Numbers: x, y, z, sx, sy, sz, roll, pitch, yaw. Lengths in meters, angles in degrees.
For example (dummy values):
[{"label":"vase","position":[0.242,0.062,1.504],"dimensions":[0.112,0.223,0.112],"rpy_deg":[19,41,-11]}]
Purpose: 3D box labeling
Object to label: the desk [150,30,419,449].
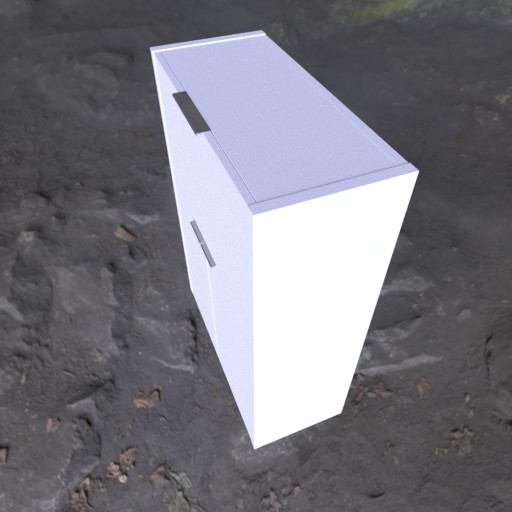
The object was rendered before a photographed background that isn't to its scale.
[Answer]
[{"label":"desk","position":[0.000,0.000,1.579],"dimensions":[0.390,1.190,0.850],"rpy_deg":[-17,49,-15]}]
